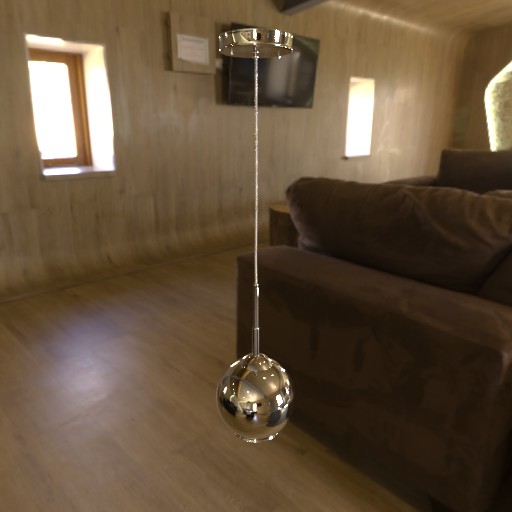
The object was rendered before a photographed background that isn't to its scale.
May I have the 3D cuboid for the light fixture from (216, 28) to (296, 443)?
[{"bbox_3d":[0.000,0.000,1.704,0.336,1.538,0.336,-8,18,-26],"label":"light fixture"}]
